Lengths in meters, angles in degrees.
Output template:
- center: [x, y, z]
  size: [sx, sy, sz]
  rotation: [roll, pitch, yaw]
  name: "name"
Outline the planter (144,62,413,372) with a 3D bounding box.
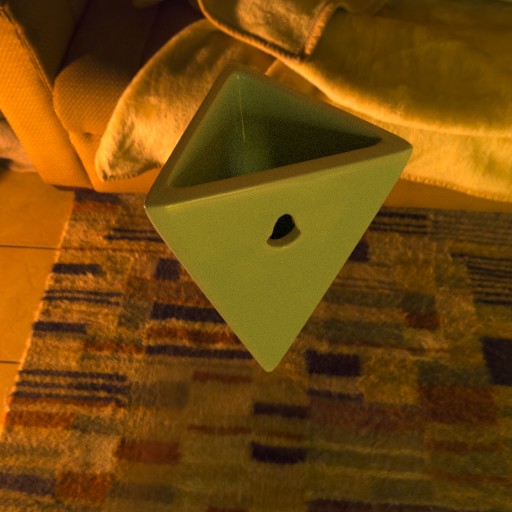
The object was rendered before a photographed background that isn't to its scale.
- center: [0.000, 0.000, 0.215]
  size: [0.080, 0.178, 0.064]
  rotation: [-14, 59, -9]
  name: "planter"
